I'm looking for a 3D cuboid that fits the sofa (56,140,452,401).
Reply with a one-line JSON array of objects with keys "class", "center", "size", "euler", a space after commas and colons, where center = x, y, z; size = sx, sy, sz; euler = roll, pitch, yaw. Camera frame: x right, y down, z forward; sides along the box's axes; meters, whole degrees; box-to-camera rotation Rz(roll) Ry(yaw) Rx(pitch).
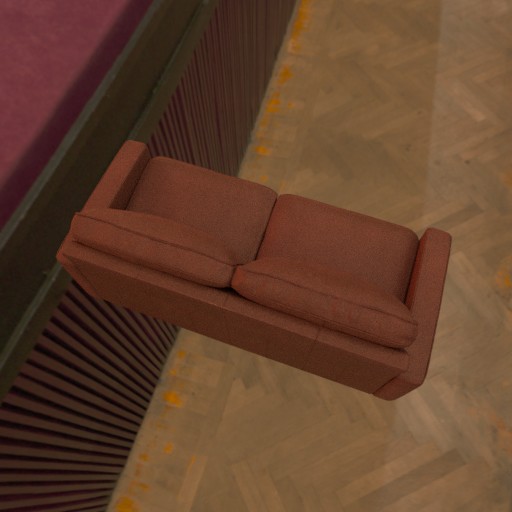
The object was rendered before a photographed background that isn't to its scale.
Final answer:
[{"class": "sofa", "center": [0.000, 0.000, 2.601], "size": [2.080, 0.919, 0.940], "euler": [18, 65, 9]}]
